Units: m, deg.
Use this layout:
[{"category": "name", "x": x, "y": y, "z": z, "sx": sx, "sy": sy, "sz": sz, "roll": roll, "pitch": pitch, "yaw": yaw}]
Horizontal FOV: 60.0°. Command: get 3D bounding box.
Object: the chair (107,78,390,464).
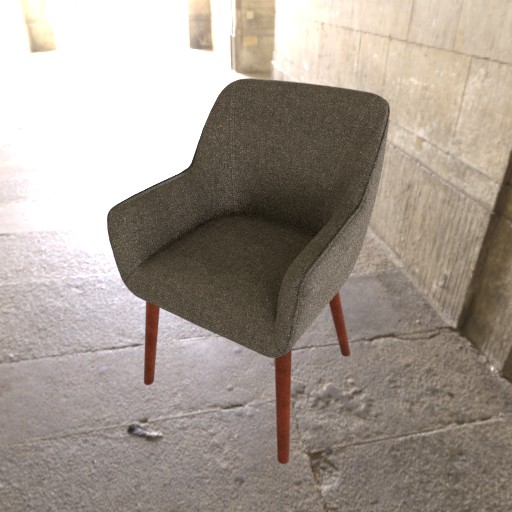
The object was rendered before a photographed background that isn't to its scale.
[{"category": "chair", "x": 0.000, "y": 0.000, "z": 1.182, "sx": 0.543, "sy": 0.803, "sz": 0.519, "roll": 19, "pitch": 36, "yaw": 28}]
